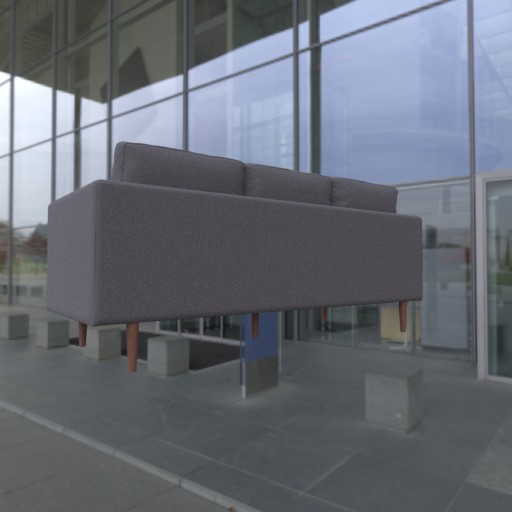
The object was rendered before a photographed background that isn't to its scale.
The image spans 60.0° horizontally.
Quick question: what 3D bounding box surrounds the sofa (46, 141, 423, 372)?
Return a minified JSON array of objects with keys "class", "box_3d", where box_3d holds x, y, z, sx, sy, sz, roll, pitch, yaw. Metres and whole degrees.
[{"class":"sofa","box_3d":[0.000,0.000,2.486,2.029,0.912,0.802,1,-2,-37]}]
